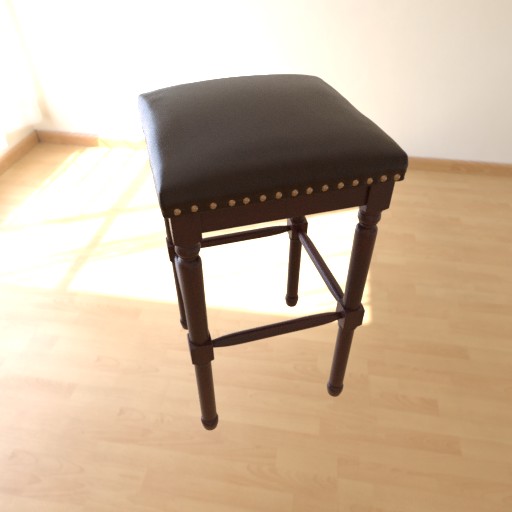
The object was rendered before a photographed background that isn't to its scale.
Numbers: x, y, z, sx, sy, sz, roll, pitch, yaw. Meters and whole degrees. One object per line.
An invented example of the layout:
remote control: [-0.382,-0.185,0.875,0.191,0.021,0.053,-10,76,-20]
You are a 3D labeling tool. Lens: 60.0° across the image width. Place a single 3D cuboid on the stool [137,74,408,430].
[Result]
stool: [0.000,0.000,0.962,0.383,0.702,0.382,-11,41,-12]
